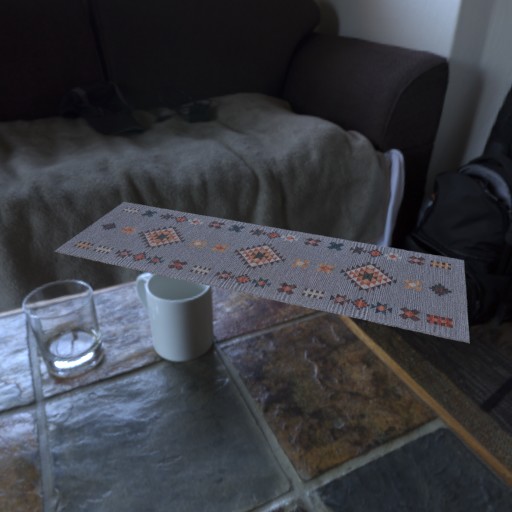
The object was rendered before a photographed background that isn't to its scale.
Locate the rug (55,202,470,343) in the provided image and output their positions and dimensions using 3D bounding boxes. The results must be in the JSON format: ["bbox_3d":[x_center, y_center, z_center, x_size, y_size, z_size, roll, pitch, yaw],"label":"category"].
[{"bbox_3d":[0.000,0.000,2.756,2.432,0.008,0.766,11,34,17],"label":"rug"}]
